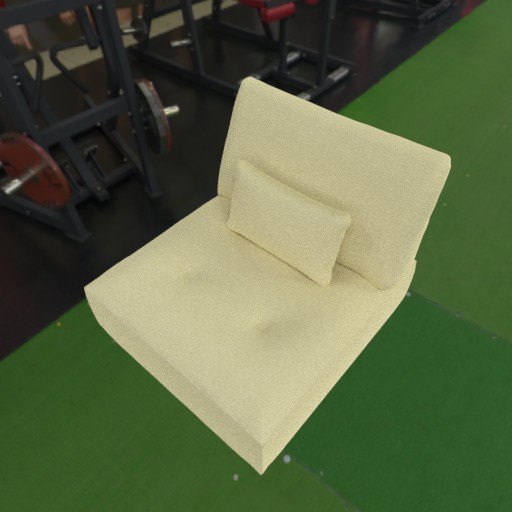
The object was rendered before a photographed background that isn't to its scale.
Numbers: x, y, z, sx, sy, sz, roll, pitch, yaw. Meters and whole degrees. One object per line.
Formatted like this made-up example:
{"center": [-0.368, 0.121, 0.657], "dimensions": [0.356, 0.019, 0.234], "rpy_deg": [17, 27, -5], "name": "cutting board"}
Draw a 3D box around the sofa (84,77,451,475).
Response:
{"center": [0.000, 0.000, 1.695], "dimensions": [0.930, 0.820, 1.000], "rpy_deg": [32, 55, 27], "name": "sofa"}
